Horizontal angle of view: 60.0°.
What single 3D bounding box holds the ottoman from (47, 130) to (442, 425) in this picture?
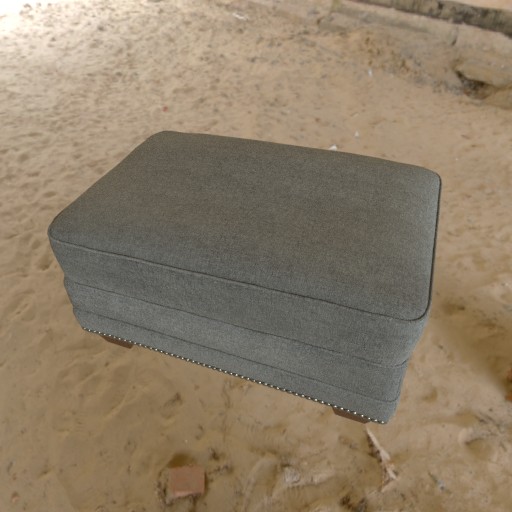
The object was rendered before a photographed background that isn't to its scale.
[{"bbox_3d":[0.000,0.000,1.134,0.813,0.457,0.561,13,42,15],"label":"ottoman"}]
